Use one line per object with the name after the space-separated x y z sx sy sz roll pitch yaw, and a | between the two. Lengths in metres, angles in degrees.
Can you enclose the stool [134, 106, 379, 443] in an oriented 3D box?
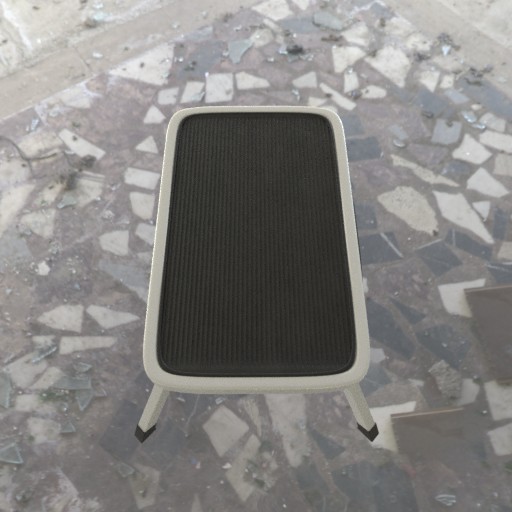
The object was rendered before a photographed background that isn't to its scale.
0.000 0.000 0.605 0.320 0.170 0.460 0 63 0 | stool
